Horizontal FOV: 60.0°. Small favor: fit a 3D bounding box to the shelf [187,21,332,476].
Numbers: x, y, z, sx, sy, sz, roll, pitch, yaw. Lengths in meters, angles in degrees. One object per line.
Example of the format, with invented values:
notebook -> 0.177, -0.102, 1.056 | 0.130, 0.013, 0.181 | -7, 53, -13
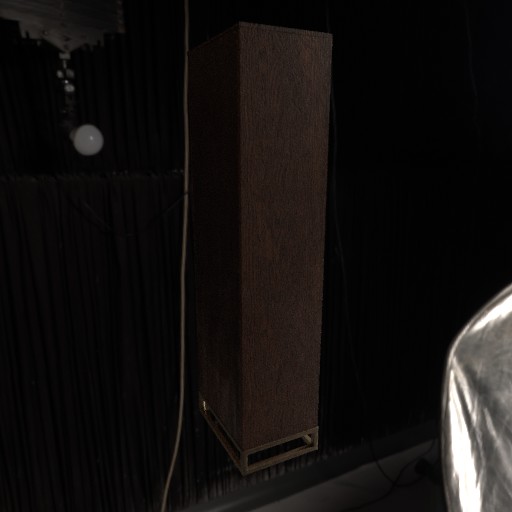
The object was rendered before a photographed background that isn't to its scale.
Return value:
shelf -> 0.000, 0.000, 1.964 | 0.395, 1.732, 0.539 | -7, 16, -26
